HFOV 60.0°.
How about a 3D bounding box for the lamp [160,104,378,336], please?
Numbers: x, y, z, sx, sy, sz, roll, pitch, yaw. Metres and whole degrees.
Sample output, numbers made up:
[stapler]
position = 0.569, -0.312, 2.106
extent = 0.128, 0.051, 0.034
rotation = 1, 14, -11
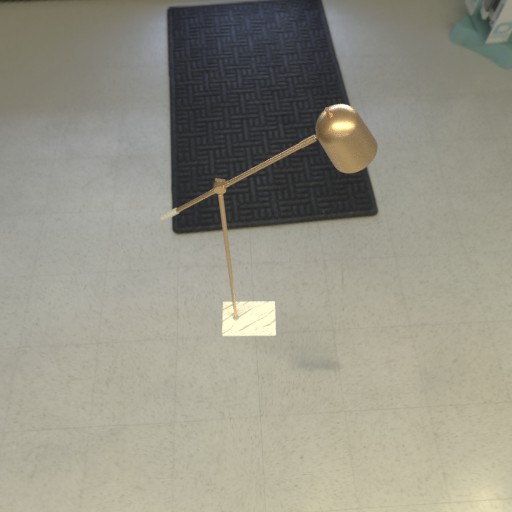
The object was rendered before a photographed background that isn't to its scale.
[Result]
[lamp]
position = 0.000, 0.000, 1.784
extent = 0.653, 1.594, 0.194
rotation = -1, 63, 0
